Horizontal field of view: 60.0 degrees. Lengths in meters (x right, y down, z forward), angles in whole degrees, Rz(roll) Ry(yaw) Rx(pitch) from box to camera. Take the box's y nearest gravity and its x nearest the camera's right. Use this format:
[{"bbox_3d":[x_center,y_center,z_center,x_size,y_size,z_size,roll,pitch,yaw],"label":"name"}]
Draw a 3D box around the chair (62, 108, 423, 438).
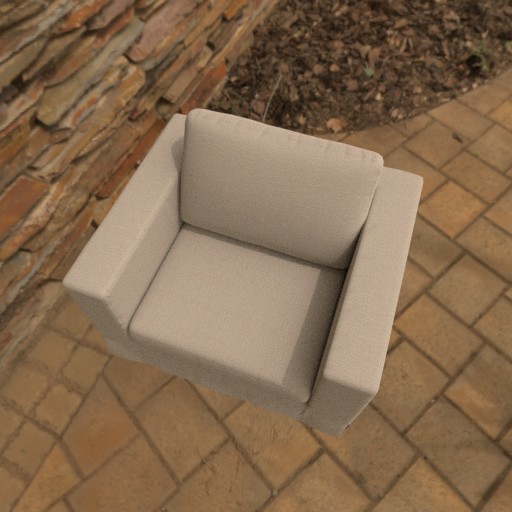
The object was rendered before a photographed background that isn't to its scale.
[{"bbox_3d":[0.000,0.000,1.833,1.150,0.878,0.957,17,60,10],"label":"chair"}]
